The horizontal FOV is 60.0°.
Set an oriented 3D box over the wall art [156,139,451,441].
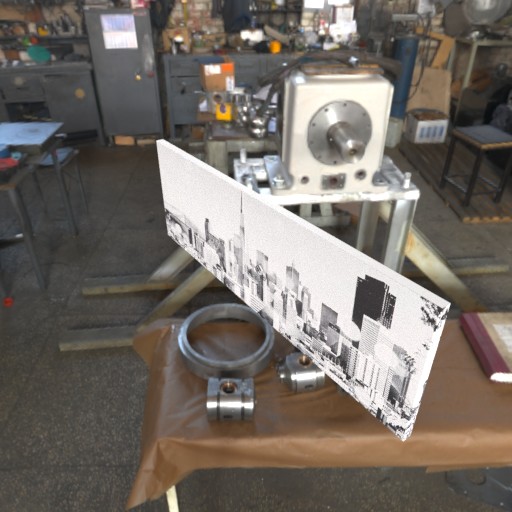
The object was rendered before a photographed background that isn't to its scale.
[{"bbox_3d":[0.000,0.000,1.701,0.039,0.507,1.520,-22,39,-30],"label":"wall art"}]
